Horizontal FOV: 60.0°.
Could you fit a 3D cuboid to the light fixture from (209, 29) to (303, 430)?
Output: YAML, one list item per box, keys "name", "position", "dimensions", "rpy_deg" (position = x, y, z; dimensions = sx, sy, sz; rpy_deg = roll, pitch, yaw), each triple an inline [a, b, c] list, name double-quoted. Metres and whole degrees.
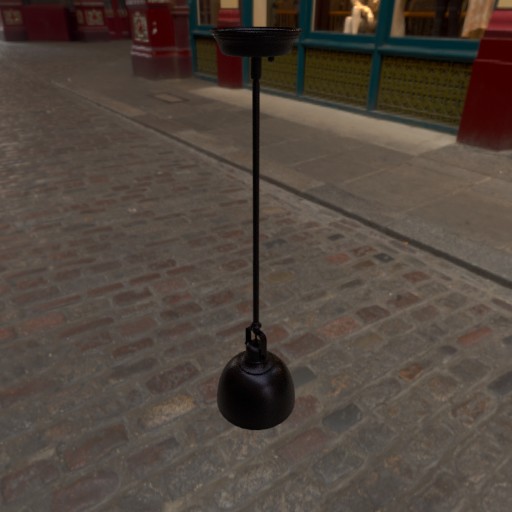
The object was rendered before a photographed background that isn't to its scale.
- name: "light fixture"
  position: [0.000, 0.000, 0.842]
  dimensions: [0.182, 0.768, 0.182]
  rpy_deg: [-21, 36, -32]
